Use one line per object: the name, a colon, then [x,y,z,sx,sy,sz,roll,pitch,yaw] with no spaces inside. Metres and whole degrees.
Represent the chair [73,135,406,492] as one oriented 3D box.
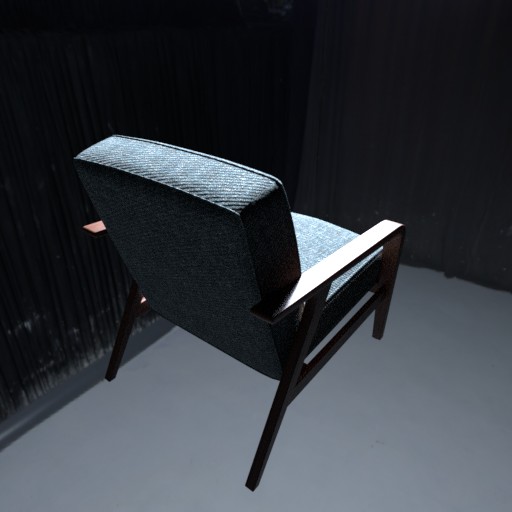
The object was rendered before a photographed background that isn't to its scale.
chair: [0.000,0.000,1.494,0.719,0.864,0.889,22,36,33]
